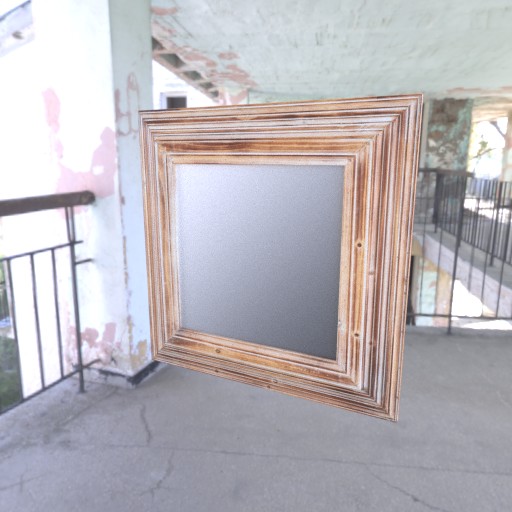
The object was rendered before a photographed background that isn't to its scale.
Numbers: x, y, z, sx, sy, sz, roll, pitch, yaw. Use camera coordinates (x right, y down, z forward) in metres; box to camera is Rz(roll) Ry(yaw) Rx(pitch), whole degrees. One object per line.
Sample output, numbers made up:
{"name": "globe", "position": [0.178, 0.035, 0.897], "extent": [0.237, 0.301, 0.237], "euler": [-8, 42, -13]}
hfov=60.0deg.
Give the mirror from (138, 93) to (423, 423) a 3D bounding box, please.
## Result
{"name": "mirror", "position": [0.000, 0.000, 1.224], "extent": [0.804, 0.804, 0.061], "euler": [6, 14, 26]}
